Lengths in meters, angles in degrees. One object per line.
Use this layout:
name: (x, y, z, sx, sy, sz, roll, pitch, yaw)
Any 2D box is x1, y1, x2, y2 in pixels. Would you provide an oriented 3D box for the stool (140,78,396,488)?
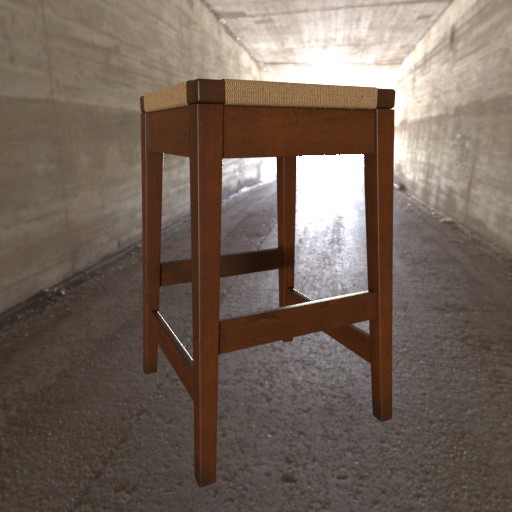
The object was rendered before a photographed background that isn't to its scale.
stool: (0.000, 0.000, 1.095, 0.497, 0.762, 0.507, -8, 17, -25)
